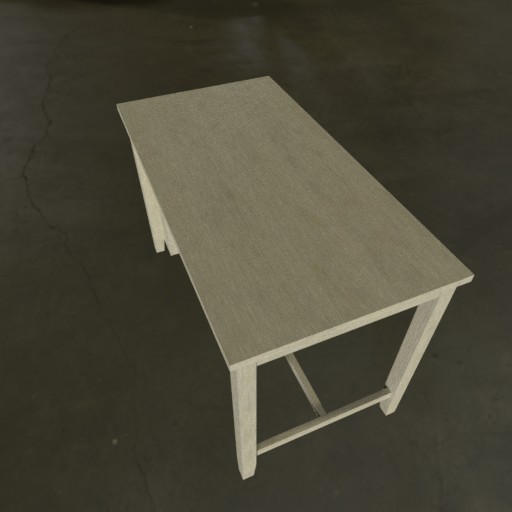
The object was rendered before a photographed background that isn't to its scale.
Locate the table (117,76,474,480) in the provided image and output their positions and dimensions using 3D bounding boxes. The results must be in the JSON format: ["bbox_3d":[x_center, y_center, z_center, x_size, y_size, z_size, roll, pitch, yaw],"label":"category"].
[{"bbox_3d":[0.000,0.000,1.897,0.729,0.874,1.397,-17,48,-16],"label":"table"}]
